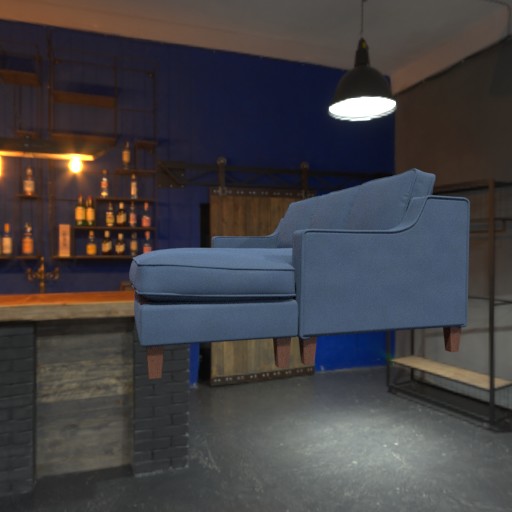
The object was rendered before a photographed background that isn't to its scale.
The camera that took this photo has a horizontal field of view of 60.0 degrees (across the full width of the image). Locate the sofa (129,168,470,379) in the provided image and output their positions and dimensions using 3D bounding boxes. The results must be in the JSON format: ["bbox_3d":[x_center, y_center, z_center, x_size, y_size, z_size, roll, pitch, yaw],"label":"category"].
[{"bbox_3d":[0.000,0.000,3.331,1.858,1.066,2.317,0,2,-17],"label":"sofa"}]
